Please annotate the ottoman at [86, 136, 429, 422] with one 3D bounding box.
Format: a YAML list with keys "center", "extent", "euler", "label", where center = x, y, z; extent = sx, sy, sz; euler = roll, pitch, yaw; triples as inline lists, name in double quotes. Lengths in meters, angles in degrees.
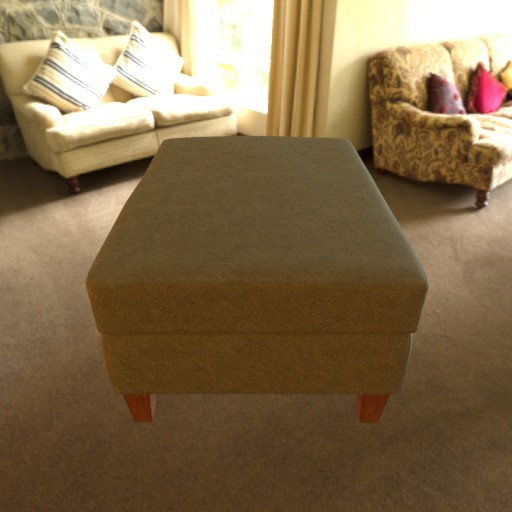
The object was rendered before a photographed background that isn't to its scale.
- center: [0.000, 0.000, 1.236]
  extent: [0.639, 0.464, 0.839]
  euler: [0, 32, 0]
  label: "ottoman"
